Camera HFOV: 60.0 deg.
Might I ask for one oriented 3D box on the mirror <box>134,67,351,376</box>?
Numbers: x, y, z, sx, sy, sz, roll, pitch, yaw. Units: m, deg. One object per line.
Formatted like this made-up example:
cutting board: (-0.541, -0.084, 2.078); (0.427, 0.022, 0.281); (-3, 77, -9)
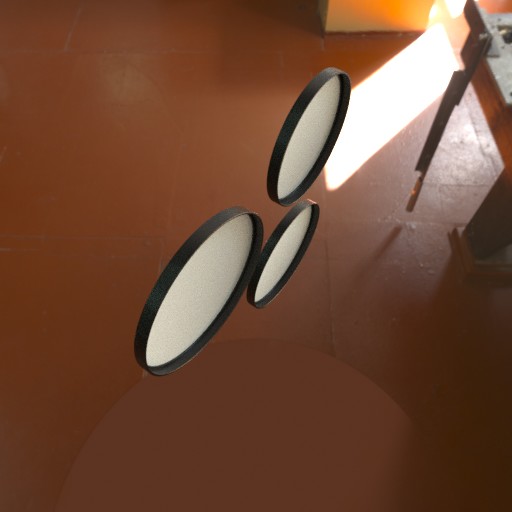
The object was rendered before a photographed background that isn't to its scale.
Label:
mirror: (0.000, 0.000, 3.117); (0.076, 2.096, 2.160); (31, 63, 18)
